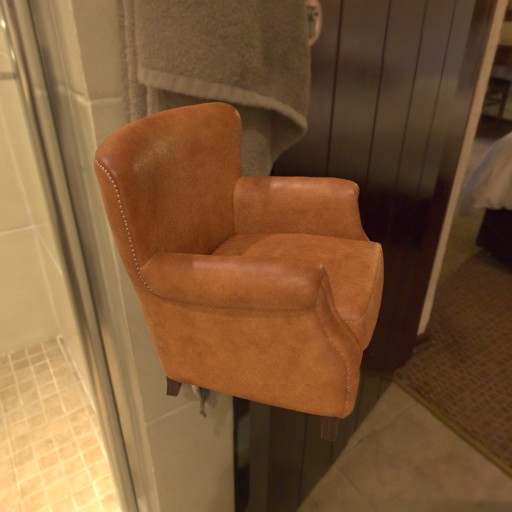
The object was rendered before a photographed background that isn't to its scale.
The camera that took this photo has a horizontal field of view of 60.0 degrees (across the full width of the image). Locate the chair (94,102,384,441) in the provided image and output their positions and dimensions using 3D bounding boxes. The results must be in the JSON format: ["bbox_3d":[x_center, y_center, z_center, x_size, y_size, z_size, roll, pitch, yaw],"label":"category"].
[{"bbox_3d":[0.000,0.000,1.626,0.921,0.936,0.861,10,31,17],"label":"chair"}]
